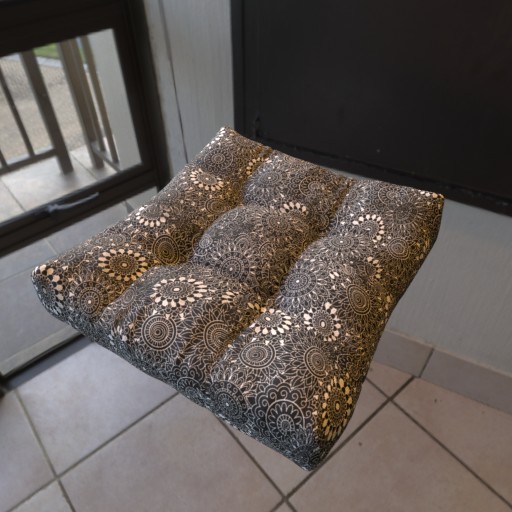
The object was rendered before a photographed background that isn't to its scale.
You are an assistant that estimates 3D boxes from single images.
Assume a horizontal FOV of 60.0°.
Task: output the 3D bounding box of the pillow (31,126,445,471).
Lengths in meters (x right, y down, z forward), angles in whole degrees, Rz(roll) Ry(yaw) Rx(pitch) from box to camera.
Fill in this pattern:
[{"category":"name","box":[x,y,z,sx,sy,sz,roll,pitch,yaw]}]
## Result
[{"category":"pillow","box":[0.000,0.000,0.704,0.468,0.128,0.490,24,50,22]}]
